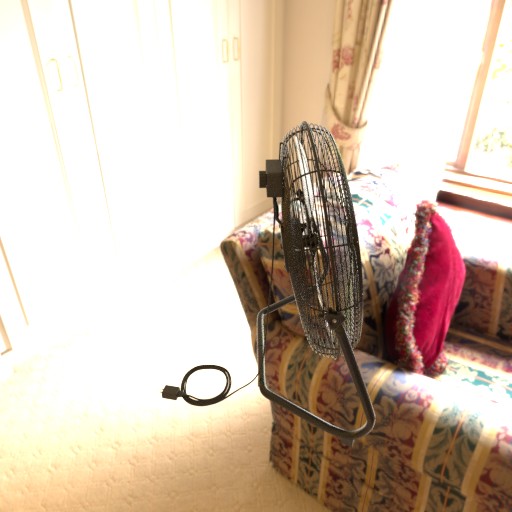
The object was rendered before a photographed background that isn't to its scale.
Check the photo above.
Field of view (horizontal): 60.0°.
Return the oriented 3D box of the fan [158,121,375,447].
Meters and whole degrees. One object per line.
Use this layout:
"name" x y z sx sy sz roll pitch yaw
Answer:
"fan" 0.000 0.000 0.936 0.424 0.546 0.555 0 30 -1
